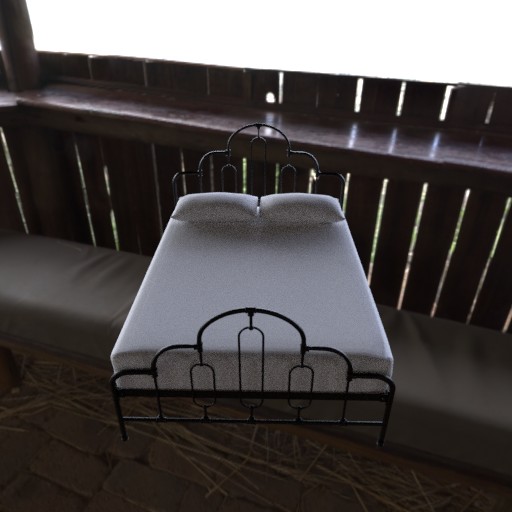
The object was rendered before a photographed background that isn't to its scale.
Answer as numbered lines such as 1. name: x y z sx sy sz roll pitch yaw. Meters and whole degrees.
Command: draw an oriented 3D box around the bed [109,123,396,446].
1. bed: 0.000 0.000 3.316 1.626 1.444 2.181 1 30 1
